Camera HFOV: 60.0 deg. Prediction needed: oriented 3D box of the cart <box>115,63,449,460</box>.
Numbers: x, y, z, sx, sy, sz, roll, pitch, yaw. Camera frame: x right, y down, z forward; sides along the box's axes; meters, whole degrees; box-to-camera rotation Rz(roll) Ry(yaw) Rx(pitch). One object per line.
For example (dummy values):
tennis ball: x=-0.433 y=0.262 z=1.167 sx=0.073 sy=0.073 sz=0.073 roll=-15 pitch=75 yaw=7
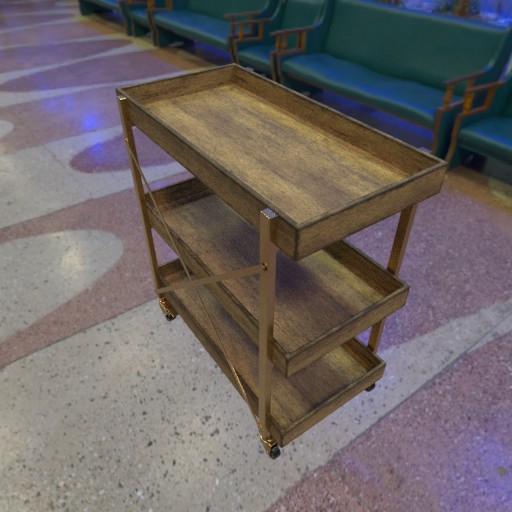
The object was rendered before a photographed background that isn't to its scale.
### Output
cart: x=0.000 y=0.000 z=1.252 sx=0.416 sy=0.799 sz=0.750 roll=-24 pitch=46 yaw=-26
